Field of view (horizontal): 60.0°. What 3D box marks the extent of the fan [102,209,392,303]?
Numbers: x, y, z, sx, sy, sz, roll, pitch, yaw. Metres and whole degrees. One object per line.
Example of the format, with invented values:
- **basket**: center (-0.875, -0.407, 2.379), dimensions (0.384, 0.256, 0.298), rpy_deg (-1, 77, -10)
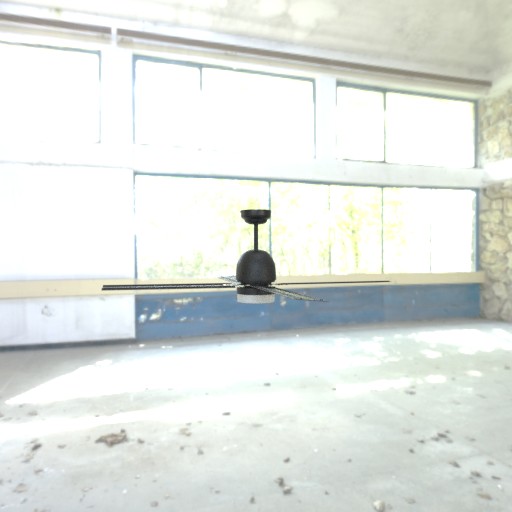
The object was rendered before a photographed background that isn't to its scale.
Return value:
- **fan**: center (0.000, 0.000, 2.005), dimensions (1.319, 0.410, 1.319), rpy_deg (0, 1, -17)
